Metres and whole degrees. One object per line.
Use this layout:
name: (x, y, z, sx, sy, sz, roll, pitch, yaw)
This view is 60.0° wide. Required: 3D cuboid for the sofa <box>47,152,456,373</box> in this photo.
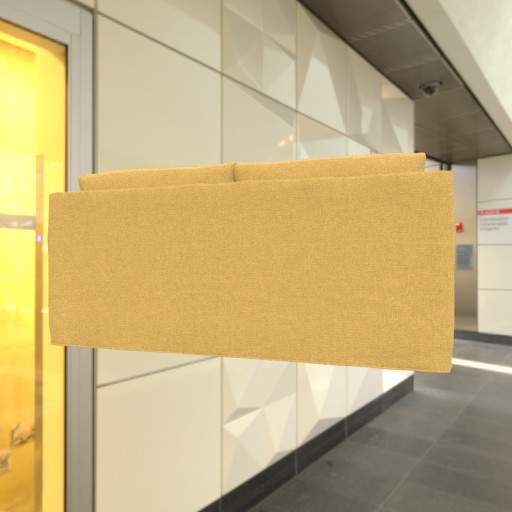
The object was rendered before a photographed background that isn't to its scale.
sofa: (0.000, 0.000, 2.231, 1.766, 0.828, 0.956, 0, 0, 18)
